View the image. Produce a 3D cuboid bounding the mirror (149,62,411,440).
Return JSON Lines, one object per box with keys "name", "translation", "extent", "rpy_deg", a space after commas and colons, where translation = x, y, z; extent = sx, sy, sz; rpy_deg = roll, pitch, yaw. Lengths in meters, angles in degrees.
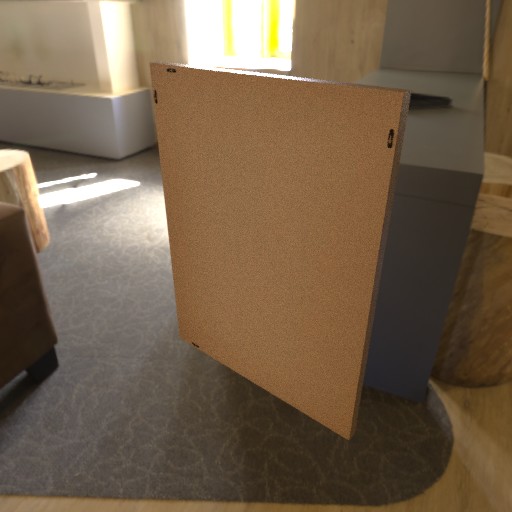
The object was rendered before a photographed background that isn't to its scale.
{"name": "mirror", "translation": [0.000, 0.000, 1.326], "extent": [0.762, 1.016, 0.041], "rpy_deg": [22, 36, 33]}
